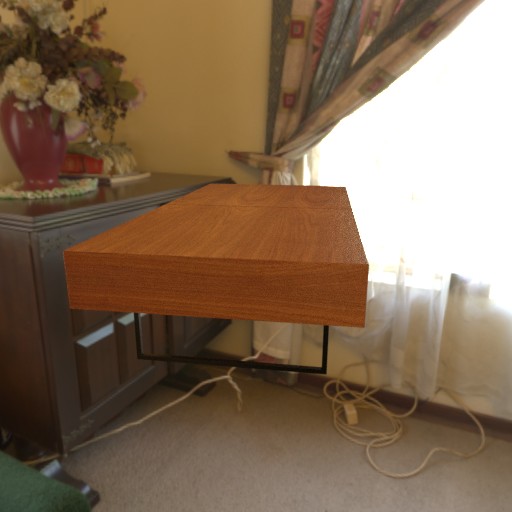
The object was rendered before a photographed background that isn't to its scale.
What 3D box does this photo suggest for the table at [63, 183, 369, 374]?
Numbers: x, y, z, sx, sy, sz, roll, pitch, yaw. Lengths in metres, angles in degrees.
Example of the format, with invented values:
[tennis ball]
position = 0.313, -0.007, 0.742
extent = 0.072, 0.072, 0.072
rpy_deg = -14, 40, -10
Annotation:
[table]
position = 0.000, 0.000, 1.471
extent = 0.610, 0.330, 1.194
rpy_deg = 2, 16, 9
